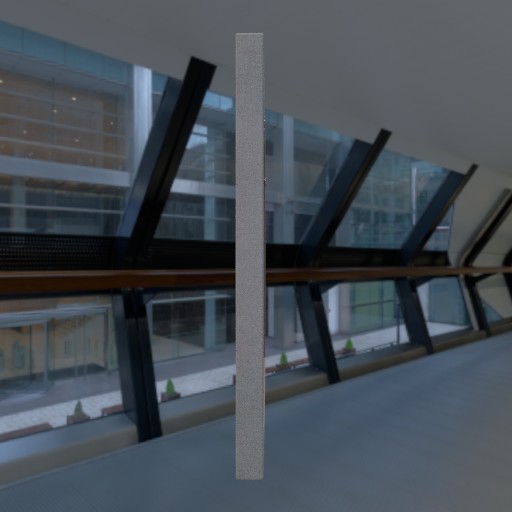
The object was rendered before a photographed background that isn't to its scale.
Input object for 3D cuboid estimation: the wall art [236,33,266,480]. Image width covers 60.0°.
[{"bbox_3d":[0.000,0.000,0.911,0.040,0.612,0.612,0,0,1],"label":"wall art"}]
